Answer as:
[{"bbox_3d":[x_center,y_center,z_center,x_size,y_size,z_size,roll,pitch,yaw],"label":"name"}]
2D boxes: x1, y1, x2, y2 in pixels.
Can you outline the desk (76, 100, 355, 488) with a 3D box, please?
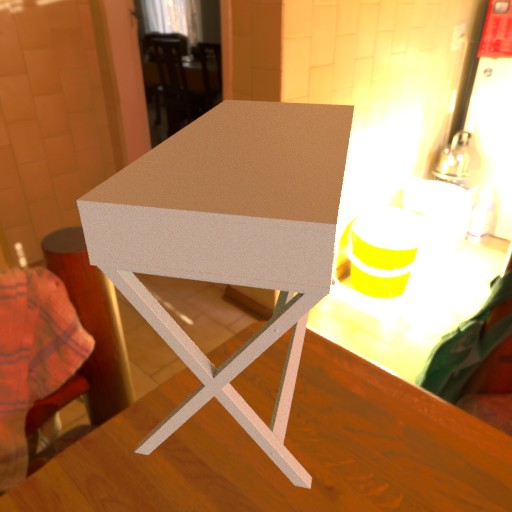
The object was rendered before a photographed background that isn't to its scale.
[{"bbox_3d":[0.000,0.000,1.461,0.525,0.780,1.057,6,30,11],"label":"desk"}]
